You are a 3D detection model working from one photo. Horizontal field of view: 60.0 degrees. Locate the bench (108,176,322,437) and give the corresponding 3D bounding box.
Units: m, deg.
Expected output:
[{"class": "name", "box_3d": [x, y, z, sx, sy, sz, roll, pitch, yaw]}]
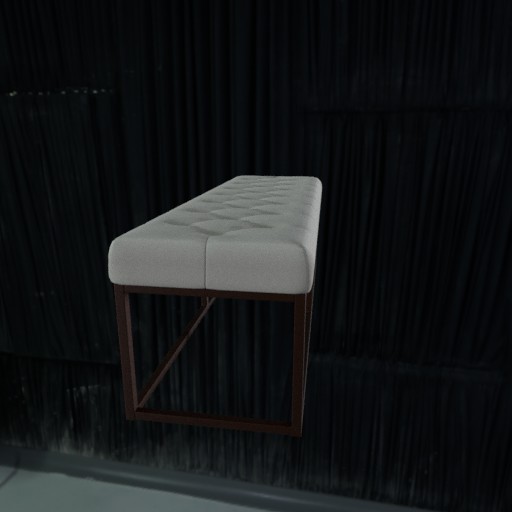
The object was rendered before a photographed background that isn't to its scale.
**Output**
[{"class": "bench", "box_3d": [0.000, 0.000, 1.737, 0.479, 0.488, 1.488, 2, 16, 8]}]
